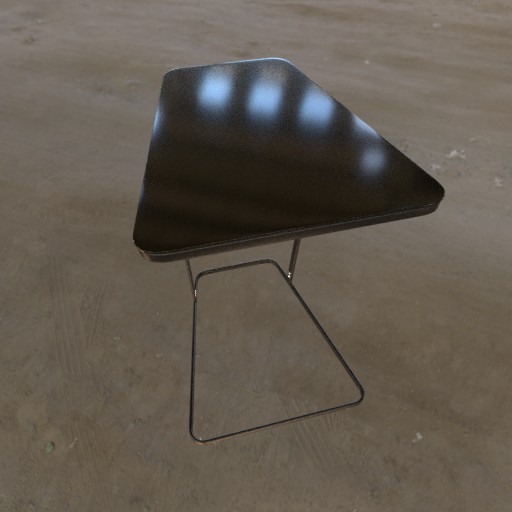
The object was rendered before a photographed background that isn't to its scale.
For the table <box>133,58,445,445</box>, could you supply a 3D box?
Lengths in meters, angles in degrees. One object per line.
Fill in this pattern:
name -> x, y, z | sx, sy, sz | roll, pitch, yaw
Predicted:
table -> 0.000, 0.000, 0.955 | 0.427, 0.624, 0.500 | -11, 48, -10
